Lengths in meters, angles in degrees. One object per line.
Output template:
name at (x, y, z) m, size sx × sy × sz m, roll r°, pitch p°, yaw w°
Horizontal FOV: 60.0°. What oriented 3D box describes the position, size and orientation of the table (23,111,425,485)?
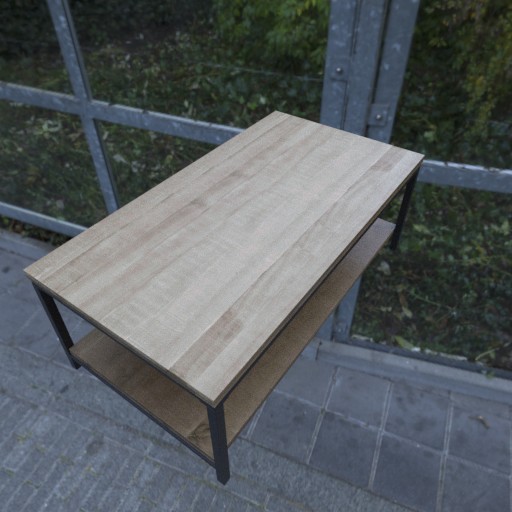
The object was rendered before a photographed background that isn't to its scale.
table at (0.000, 0.000, 1.358) m, size 0.574 × 0.393 × 1.062 m, roll 26°, pitch 48°, yaw 26°
